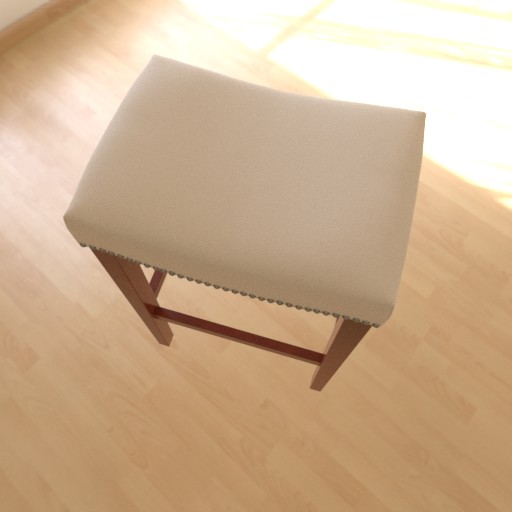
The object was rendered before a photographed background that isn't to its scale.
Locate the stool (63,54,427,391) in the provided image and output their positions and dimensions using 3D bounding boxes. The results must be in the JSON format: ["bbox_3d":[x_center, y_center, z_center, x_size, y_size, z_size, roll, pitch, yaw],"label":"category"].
[{"bbox_3d":[0.000,0.000,1.002,0.504,0.742,0.372,15,65,7],"label":"stool"}]
